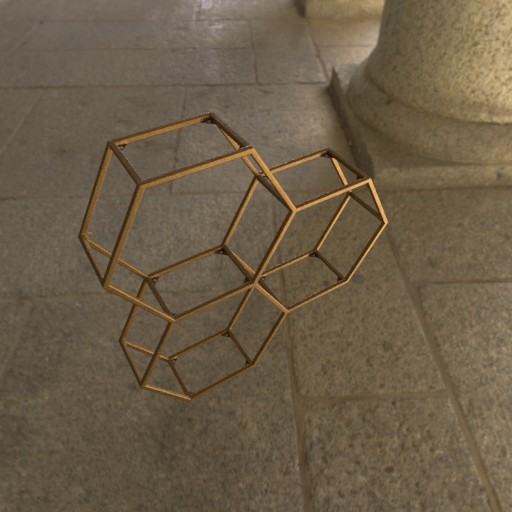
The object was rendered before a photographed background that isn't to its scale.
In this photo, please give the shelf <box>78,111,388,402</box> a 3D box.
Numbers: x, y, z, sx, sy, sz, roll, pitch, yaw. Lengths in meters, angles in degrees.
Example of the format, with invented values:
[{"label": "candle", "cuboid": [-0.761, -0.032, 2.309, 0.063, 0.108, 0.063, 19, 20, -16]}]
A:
[{"label": "shelf", "cuboid": [0.000, 0.000, 1.057, 0.708, 0.701, 0.150, -24, 50, -22]}]
